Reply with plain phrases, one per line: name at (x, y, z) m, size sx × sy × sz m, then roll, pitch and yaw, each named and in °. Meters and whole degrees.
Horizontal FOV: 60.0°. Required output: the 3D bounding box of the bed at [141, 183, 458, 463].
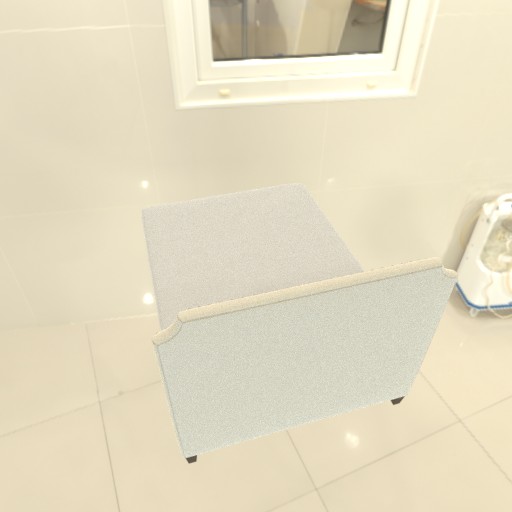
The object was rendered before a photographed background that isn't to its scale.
bed at (0.000, 0.000, 3.541) m, size 1.712 × 1.497 × 2.372 m, roll -11°, pitch 42°, yaw -12°
